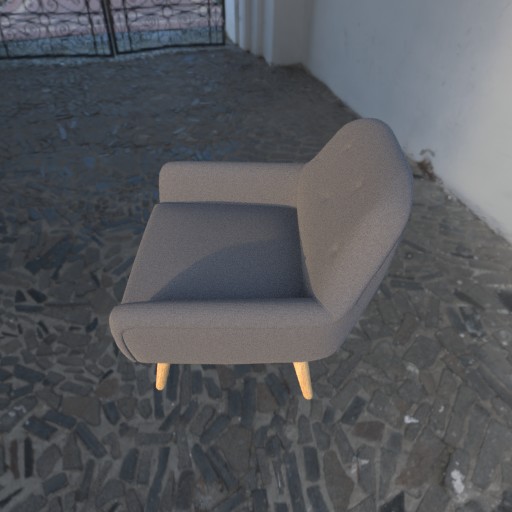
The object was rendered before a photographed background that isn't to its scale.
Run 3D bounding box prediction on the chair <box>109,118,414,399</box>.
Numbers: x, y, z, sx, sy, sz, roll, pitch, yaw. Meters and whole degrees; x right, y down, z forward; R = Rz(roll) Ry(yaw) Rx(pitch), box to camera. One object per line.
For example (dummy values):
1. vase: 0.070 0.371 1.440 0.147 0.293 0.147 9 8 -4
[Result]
1. chair: 0.000 0.000 1.437 0.779 0.800 0.770 1 42 1
